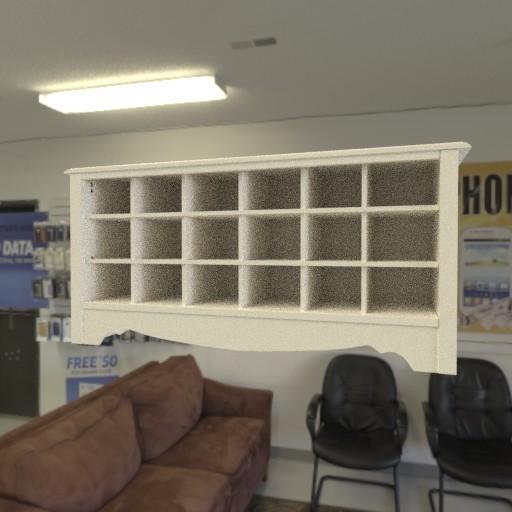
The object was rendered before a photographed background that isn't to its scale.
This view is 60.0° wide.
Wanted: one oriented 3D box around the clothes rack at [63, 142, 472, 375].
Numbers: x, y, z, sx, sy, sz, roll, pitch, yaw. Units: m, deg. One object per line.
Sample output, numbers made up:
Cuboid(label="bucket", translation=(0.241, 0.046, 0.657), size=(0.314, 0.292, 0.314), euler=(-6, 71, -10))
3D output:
Cuboid(label="clothes rack", translation=(0.000, 0.000, 1.323), size=(1.120, 0.531, 0.324), euler=(0, 1, 18))
